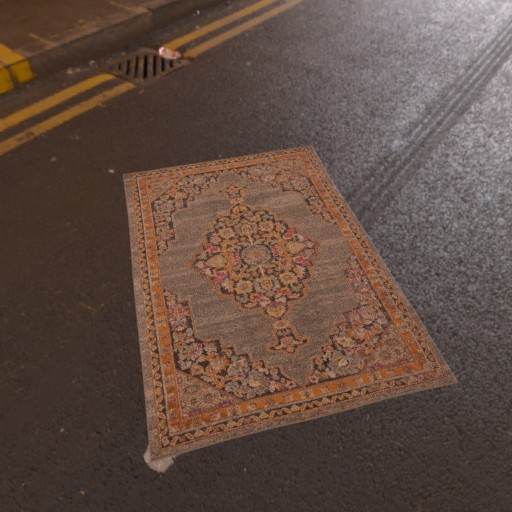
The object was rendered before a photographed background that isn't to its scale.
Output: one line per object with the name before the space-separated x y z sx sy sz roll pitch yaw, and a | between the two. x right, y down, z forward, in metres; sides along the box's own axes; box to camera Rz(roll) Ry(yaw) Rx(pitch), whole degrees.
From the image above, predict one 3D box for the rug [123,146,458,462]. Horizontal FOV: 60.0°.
rug | 0.000 0.000 3.731 2.043 0.026 2.901 -11 48 -10
